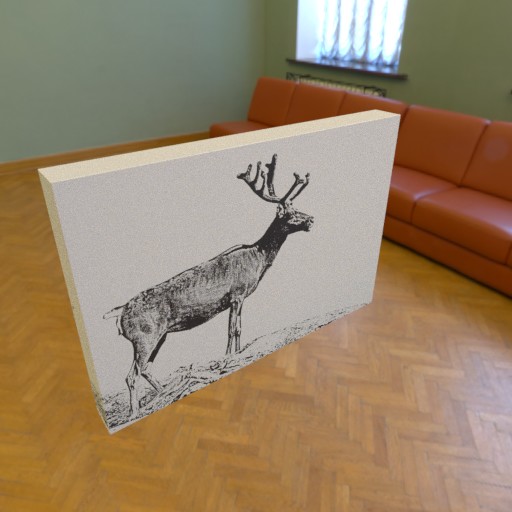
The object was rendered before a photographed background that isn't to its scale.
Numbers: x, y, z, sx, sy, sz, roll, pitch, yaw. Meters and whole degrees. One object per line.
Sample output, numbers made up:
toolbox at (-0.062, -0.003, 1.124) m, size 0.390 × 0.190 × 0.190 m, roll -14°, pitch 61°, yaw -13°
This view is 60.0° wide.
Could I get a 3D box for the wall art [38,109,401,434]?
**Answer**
wall art at (0.000, 0.000, 0.482) m, size 0.381 × 0.259 × 0.038 m, roll -20°, pitch 35°, yaw -31°
